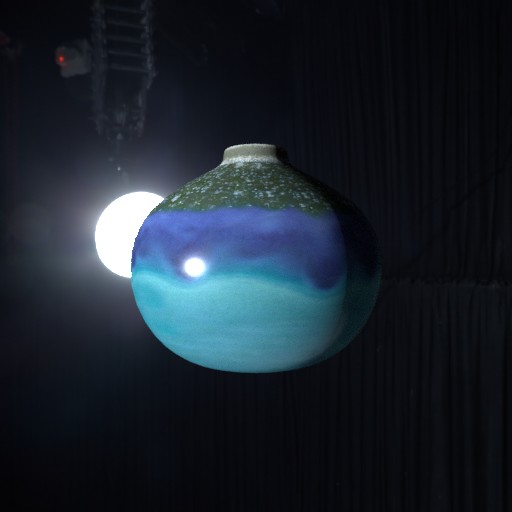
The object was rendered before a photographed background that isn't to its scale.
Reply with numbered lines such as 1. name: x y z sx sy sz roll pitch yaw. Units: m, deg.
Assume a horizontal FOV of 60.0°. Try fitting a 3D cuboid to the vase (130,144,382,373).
1. vase: 0.000 0.000 0.281 0.154 0.133 0.154 0 1 0
